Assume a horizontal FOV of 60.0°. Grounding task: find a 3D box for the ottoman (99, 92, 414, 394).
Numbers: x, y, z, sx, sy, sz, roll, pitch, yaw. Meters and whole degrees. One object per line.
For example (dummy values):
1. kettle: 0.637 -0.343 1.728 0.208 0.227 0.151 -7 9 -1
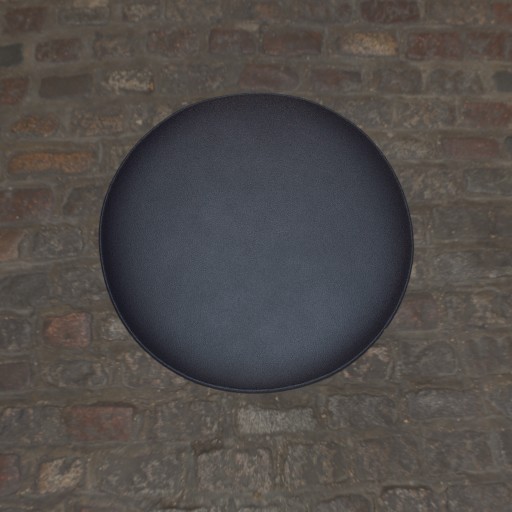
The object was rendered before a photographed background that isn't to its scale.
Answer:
1. ottoman: 0.000 0.000 0.861 0.501 0.409 0.501 0 75 0
